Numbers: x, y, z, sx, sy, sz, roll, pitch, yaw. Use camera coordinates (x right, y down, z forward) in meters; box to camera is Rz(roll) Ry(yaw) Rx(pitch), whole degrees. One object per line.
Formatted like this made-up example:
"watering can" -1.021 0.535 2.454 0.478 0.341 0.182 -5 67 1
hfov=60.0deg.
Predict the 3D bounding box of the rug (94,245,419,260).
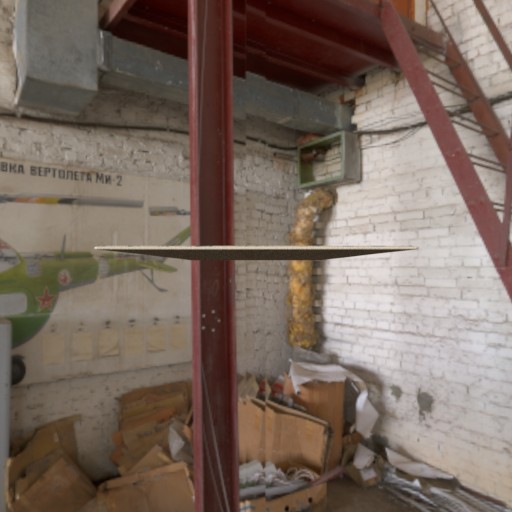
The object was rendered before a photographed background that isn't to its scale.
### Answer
"rug" 0.000 0.000 1.429 0.605 0.007 1.220 0 -2 0
